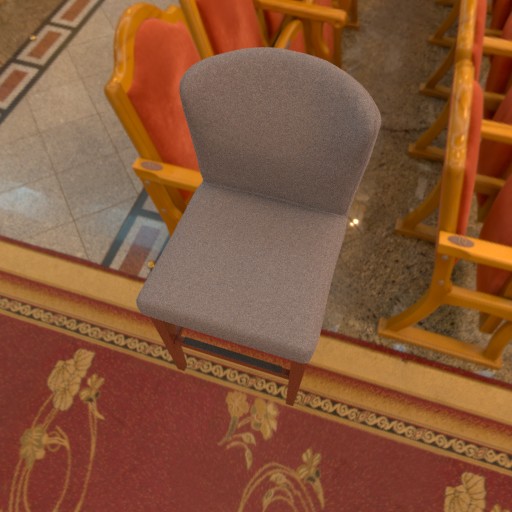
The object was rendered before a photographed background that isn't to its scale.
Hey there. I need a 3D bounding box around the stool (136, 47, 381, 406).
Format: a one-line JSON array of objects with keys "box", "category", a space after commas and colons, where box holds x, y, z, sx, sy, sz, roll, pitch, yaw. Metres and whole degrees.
[{"box": [0.000, 0.000, 1.298, 0.481, 0.968, 0.568, 15, 59, 9], "category": "stool"}]
